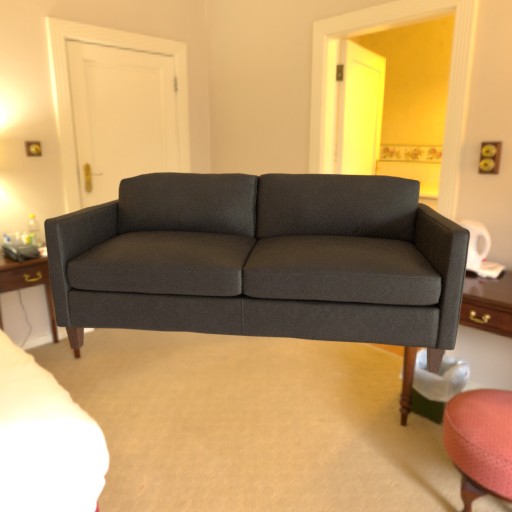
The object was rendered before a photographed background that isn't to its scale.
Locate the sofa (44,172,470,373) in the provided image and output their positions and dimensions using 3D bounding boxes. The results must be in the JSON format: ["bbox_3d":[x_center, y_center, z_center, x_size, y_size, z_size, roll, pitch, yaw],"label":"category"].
[{"bbox_3d":[0.000,0.000,2.452,1.971,0.863,0.933,2,15,8],"label":"sofa"}]
